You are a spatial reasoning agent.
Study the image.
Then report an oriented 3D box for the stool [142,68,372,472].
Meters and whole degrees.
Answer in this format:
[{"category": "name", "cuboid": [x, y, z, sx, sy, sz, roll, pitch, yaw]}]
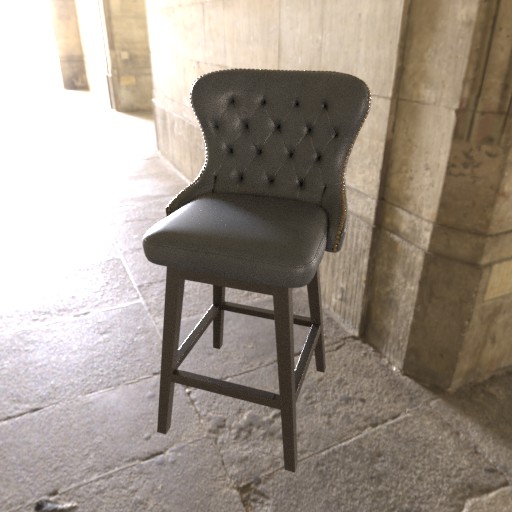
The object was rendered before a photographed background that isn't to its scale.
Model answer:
[{"category": "stool", "cuboid": [0.000, 0.000, 1.297, 0.528, 0.971, 0.593, 9, 29, 17]}]
